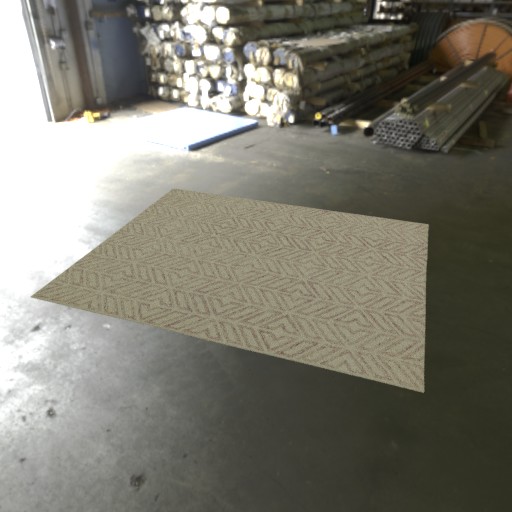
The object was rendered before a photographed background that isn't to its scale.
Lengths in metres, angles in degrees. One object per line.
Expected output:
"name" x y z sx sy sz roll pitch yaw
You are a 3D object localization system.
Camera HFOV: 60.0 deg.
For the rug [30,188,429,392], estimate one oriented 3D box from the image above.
"rug" 0.000 0.000 4.152 3.045 0.008 2.421 10 33 16
